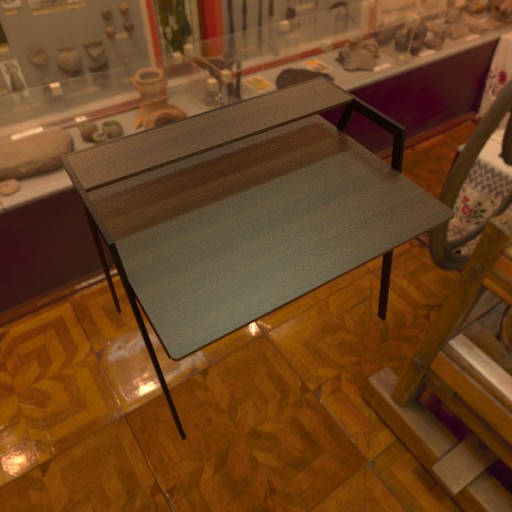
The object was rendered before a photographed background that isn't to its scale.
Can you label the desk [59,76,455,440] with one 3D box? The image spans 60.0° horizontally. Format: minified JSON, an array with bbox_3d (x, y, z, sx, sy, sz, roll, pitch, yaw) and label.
[{"bbox_3d":[0.000,0.000,1.886,1.143,0.998,0.936,-25,52,-21],"label":"desk"}]
